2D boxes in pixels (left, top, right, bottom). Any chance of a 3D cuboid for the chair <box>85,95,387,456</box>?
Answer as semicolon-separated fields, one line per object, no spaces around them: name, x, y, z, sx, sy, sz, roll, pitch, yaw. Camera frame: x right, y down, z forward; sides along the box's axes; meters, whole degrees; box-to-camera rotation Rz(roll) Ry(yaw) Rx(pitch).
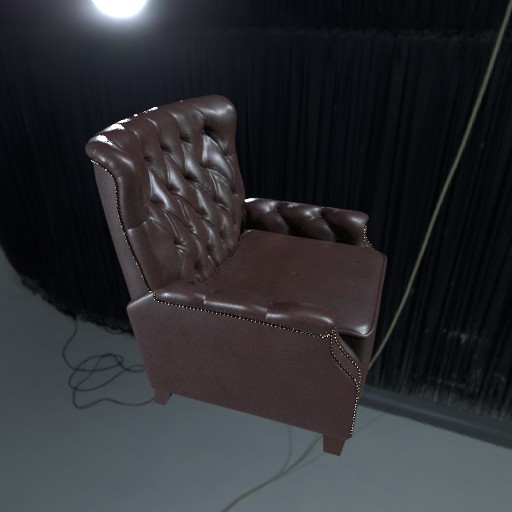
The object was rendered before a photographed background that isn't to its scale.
chair;0.000;0.000;1.452;0.823;0.864;0.709;10;32;17
